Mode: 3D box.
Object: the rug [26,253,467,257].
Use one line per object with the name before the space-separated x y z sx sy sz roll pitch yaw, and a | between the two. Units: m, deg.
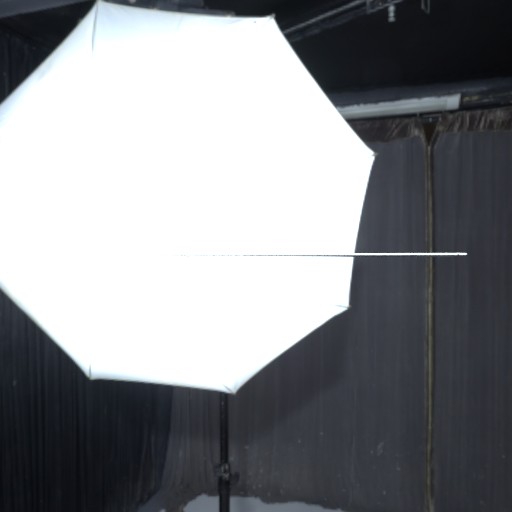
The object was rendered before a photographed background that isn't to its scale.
rug | 0.000 0.000 3.019 2.457 0.009 1.512 0 0 19
